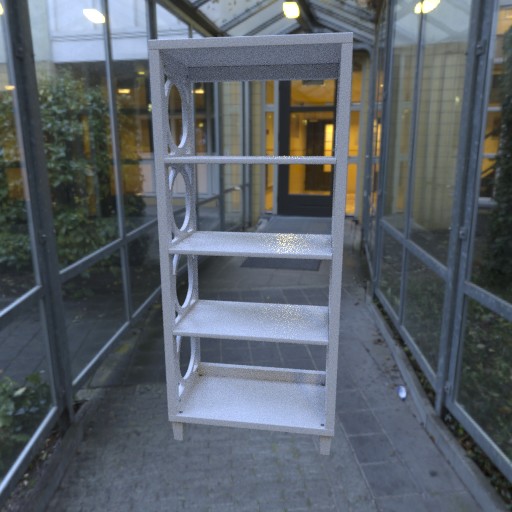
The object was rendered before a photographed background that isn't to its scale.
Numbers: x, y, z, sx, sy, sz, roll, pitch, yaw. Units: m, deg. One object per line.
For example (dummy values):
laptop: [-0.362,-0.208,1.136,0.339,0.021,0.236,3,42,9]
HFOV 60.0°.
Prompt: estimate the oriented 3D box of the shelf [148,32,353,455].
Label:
shelf: [0.000,0.000,1.631,0.611,1.411,0.340,2,14,8]
